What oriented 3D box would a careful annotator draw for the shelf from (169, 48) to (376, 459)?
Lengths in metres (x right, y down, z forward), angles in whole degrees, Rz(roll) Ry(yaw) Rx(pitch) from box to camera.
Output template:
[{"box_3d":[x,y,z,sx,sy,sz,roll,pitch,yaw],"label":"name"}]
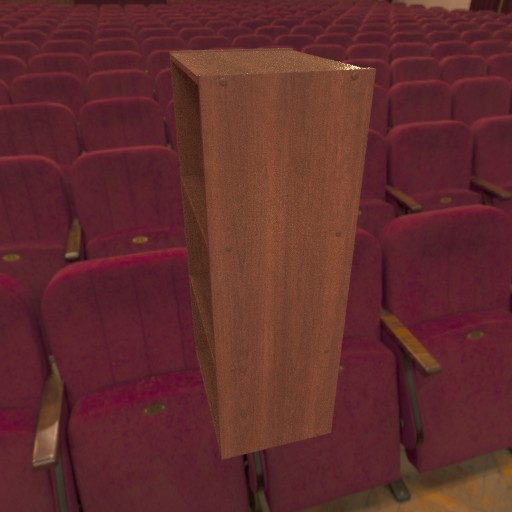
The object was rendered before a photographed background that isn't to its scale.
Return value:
[{"box_3d":[0.000,0.000,1.075,0.290,0.879,0.414,-8,31,-14],"label":"shelf"}]
